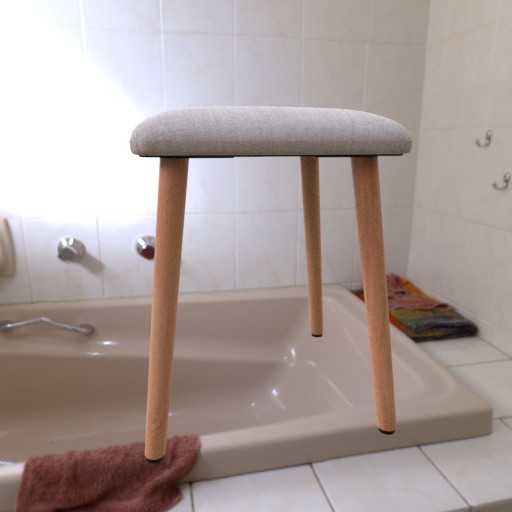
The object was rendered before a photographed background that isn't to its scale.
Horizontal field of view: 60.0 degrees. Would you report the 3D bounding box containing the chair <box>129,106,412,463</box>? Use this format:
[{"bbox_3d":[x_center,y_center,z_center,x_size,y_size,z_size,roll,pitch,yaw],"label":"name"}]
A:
[{"bbox_3d":[0.000,0.000,0.699,0.350,0.440,0.350,-3,15,-10],"label":"chair"}]
